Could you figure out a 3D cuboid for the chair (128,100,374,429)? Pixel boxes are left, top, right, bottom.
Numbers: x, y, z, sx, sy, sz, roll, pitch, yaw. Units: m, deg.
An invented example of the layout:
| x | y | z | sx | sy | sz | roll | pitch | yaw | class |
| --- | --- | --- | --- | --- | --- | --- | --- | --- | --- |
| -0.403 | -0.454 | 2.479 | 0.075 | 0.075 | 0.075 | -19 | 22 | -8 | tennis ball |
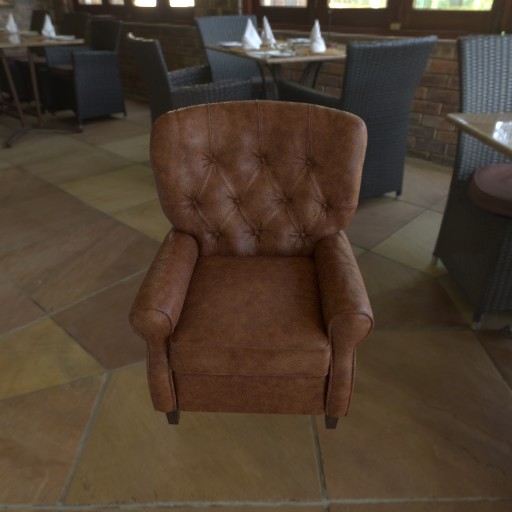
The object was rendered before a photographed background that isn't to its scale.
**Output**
| x | y | z | sx | sy | sz | roll | pitch | yaw | class |
| --- | --- | --- | --- | --- | --- | --- | --- | --- | --- |
| 0.000 | 0.000 | 1.953 | 0.951 | 1.164 | 1.059 | 1 | 30 | 2 | chair |
